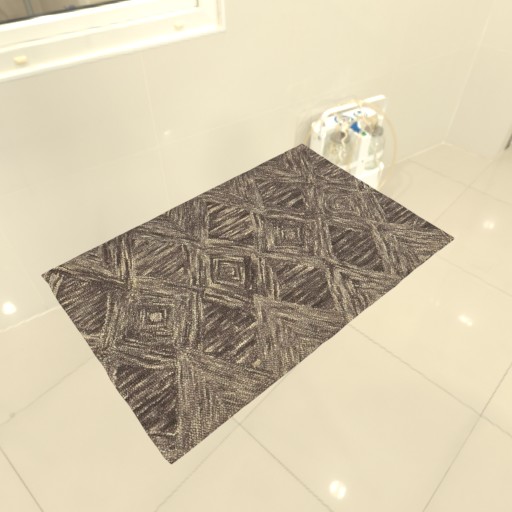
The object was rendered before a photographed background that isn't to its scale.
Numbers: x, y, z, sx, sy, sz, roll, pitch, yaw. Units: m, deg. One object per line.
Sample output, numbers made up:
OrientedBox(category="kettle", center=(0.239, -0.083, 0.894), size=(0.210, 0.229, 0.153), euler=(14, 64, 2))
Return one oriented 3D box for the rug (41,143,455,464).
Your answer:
OrientedBox(category="rug", center=(0.000, 0.000, 2.299), size=(1.814, 0.012, 1.186), euler=(-32, 55, -26))
